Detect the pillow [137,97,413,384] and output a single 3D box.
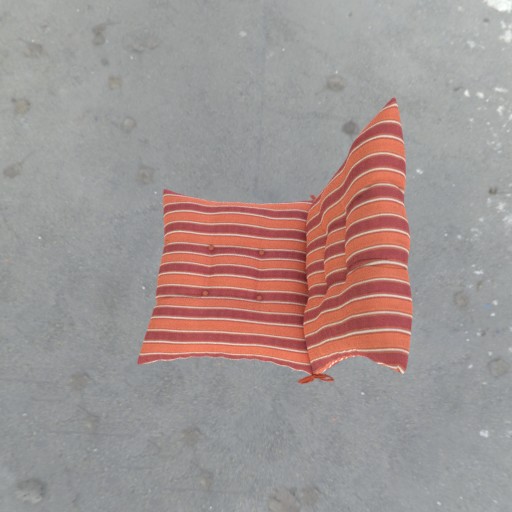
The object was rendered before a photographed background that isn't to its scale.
[{"bbox_3d":[0.000,0.000,1.016,0.585,0.536,0.541,4,74,1],"label":"pillow"}]
